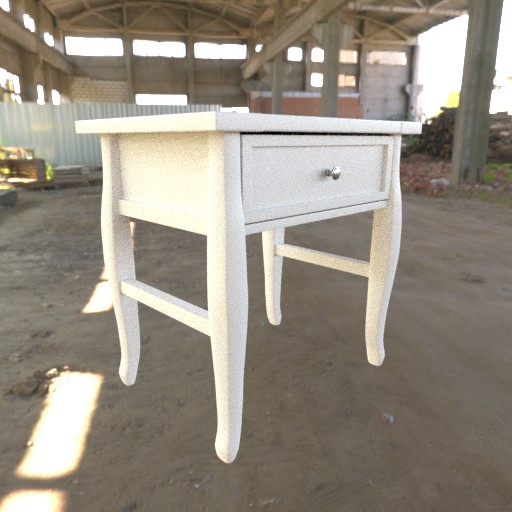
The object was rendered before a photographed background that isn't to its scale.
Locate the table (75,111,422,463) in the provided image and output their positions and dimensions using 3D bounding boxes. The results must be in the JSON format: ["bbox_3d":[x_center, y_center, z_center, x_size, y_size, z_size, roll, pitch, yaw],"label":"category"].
[{"bbox_3d":[0.000,0.000,1.036,0.599,0.605,0.463,-14,20,-42],"label":"table"}]
